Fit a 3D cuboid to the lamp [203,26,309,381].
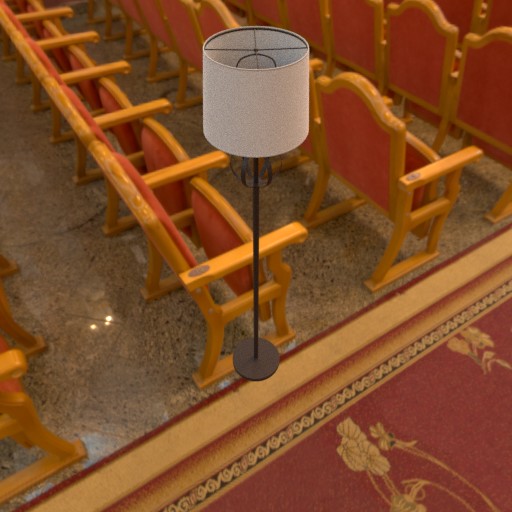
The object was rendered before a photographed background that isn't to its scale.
[{"bbox_3d":[0.000,0.000,1.588,0.286,1.462,0.286,-25,52,-22],"label":"lamp"}]
